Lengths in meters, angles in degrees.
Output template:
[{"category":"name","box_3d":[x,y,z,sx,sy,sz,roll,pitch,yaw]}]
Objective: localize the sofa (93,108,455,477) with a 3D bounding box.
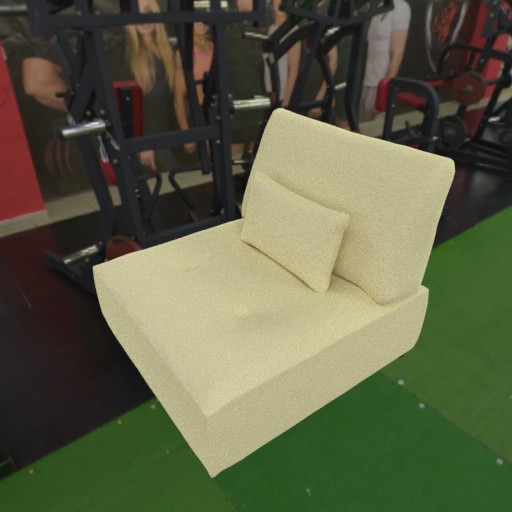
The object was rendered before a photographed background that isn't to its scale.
[{"category":"sofa","box_3d":[0.000,0.000,1.695,1.000,0.820,0.930,-21,37,-30]}]
